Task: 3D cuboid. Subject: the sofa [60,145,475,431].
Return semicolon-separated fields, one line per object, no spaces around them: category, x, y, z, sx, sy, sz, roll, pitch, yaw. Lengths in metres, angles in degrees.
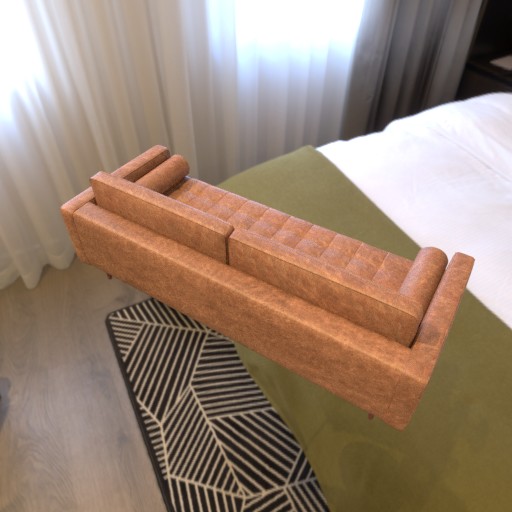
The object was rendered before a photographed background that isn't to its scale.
sofa;0.000;0.000;2.609;2.210;0.762;0.914;23;49;22
